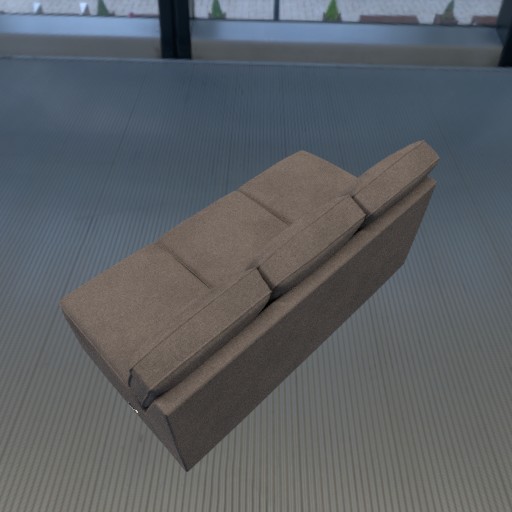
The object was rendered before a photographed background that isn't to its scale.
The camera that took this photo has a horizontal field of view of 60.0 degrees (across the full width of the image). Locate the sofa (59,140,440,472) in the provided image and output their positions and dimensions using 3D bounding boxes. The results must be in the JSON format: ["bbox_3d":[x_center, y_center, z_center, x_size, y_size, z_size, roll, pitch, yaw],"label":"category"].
[{"bbox_3d":[0.000,0.000,2.520,1.962,0.973,1.027,-37,58,-28],"label":"sofa"}]
